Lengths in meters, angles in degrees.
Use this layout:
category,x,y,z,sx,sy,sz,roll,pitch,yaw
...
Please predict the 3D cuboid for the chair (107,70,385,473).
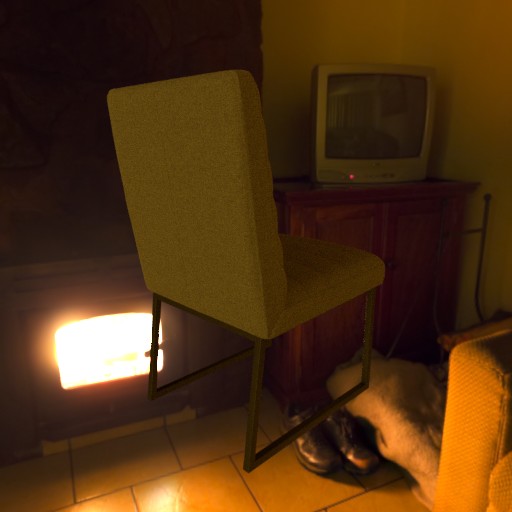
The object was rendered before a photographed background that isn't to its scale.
category,x,y,z,sx,sy,sz,roll,pitch,yaw
chair,0.000,0.000,1.308,0.634,0.930,0.520,-14,20,-43
